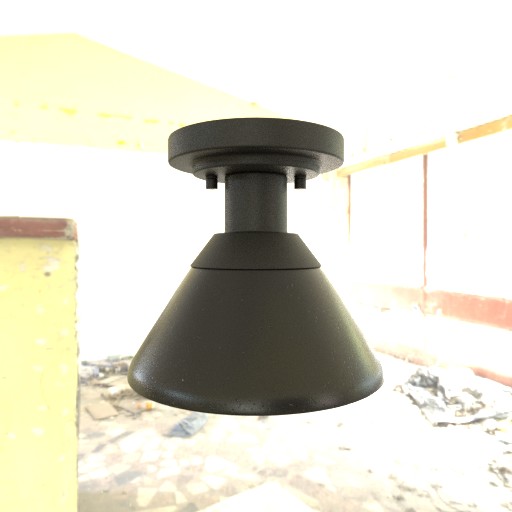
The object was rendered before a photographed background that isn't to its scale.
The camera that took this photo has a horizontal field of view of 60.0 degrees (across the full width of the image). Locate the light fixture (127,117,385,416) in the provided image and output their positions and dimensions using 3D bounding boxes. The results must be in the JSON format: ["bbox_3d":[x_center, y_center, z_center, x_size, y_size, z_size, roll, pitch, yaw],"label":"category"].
[{"bbox_3d":[0.000,0.000,0.358,0.200,0.183,0.200,0,1,0],"label":"light fixture"}]
